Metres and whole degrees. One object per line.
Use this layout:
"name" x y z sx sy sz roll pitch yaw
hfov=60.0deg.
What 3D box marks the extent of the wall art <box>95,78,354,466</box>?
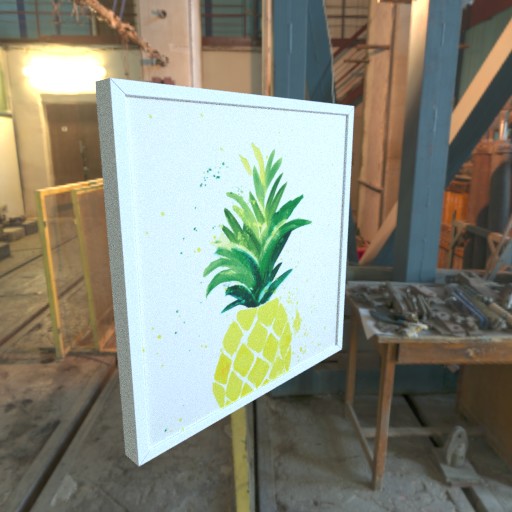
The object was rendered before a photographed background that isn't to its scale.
"wall art" 0.000 0.000 0.746 0.035 0.507 0.508 13 19 42
